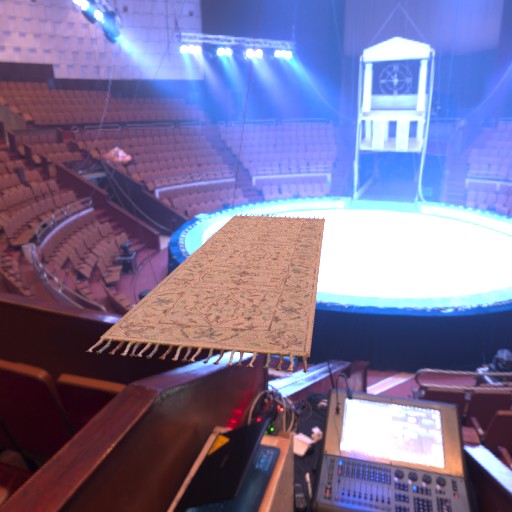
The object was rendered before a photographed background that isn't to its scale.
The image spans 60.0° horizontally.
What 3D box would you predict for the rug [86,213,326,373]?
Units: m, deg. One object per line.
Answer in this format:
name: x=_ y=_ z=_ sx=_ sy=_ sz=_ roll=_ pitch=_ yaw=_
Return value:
rug: x=0.000 y=0.000 z=2.610 sx=0.769 sy=0.013 sz=2.440 roll=3 pitch=17 yaw=9
